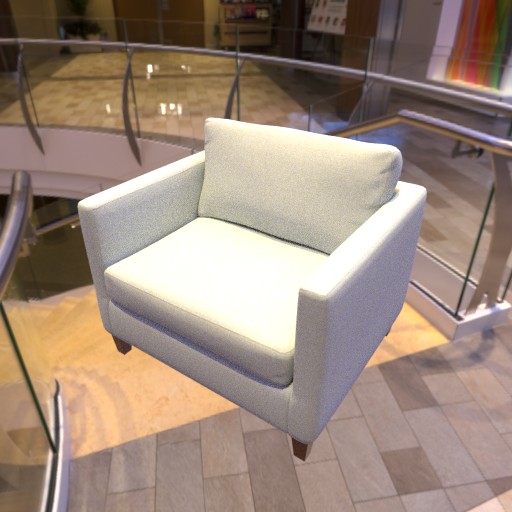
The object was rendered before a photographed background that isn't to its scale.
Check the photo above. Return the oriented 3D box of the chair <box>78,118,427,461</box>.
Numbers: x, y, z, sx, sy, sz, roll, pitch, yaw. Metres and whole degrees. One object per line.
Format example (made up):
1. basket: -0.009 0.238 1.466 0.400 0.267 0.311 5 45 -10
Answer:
1. chair: 0.000 0.000 1.888 1.107 0.961 0.953 20 36 29
